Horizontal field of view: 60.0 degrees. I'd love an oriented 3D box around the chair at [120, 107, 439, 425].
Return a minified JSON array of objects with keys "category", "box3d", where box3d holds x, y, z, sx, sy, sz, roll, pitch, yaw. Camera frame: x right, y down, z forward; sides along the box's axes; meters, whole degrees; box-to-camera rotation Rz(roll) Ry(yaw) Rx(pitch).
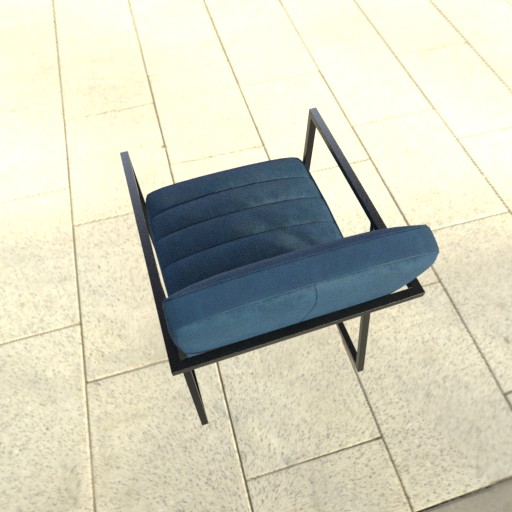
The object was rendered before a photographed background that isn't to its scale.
[{"category":"chair","box3d":[0.000,0.000,1.262,0.571,0.833,0.677,-16,60,-9]}]
